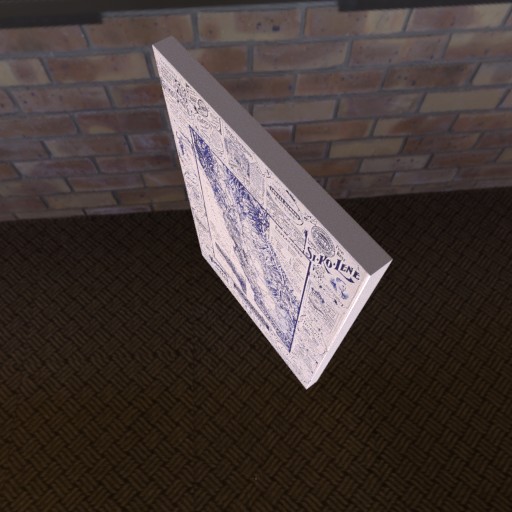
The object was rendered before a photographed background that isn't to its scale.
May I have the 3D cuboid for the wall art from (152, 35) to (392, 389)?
[{"bbox_3d":[0.000,0.000,0.966,0.039,0.753,0.511,-34,68,-16],"label":"wall art"}]
